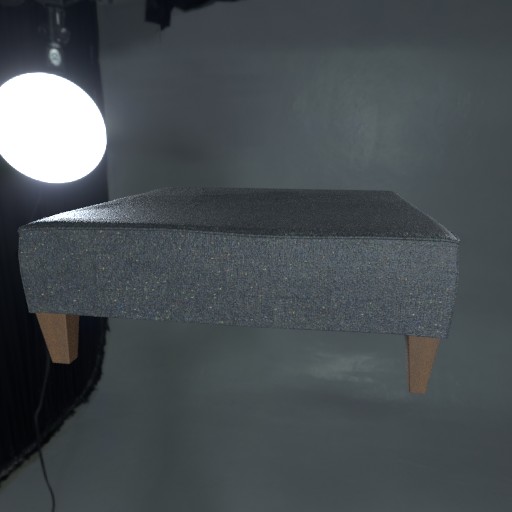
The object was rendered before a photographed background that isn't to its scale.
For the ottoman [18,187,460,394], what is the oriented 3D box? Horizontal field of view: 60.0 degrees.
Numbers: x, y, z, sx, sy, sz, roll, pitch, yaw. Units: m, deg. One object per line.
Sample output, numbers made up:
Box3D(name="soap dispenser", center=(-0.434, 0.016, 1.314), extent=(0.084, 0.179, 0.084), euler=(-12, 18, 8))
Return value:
Box3D(name="ottoman", center=(0.000, 0.000, 1.463), extent=(1.004, 0.382, 0.968), euler=(2, 14, 9))
